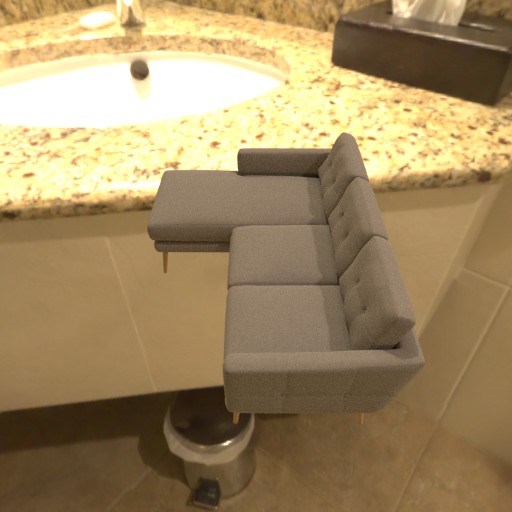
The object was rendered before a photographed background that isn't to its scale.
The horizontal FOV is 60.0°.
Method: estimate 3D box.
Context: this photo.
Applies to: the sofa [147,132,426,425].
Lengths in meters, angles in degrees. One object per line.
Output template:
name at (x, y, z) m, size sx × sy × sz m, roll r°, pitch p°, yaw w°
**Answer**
sofa at (0.000, 0.000, 2.851) m, size 1.530 × 0.860 × 2.040 m, roll 0°, pitch 42°, yaw 0°
